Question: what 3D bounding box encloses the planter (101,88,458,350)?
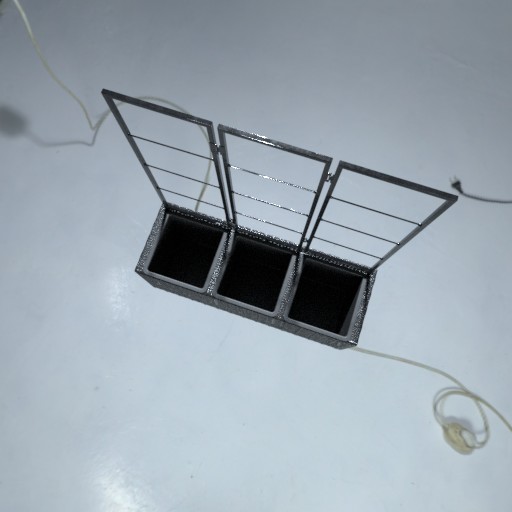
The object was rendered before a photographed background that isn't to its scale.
[{"bbox_3d":[0.000,0.000,1.170,0.698,0.841,0.244,18,76,5],"label":"planter"}]
